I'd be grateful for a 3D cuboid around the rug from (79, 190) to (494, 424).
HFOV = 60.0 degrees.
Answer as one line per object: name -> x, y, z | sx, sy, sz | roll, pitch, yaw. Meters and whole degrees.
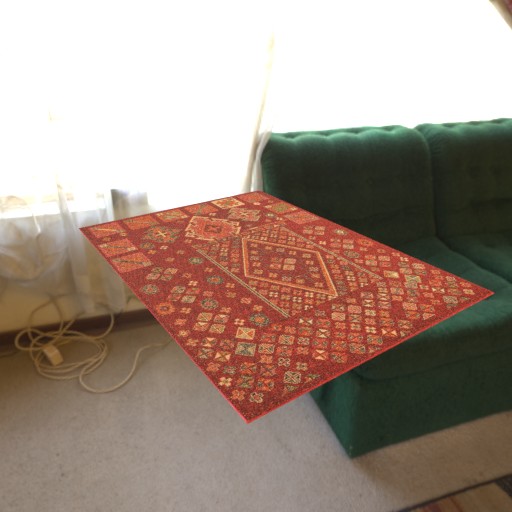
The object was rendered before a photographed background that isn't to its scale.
rug -> 0.000, 0.000, 4.188 | 2.389, 0.011, 3.306 | -17, 31, -31
